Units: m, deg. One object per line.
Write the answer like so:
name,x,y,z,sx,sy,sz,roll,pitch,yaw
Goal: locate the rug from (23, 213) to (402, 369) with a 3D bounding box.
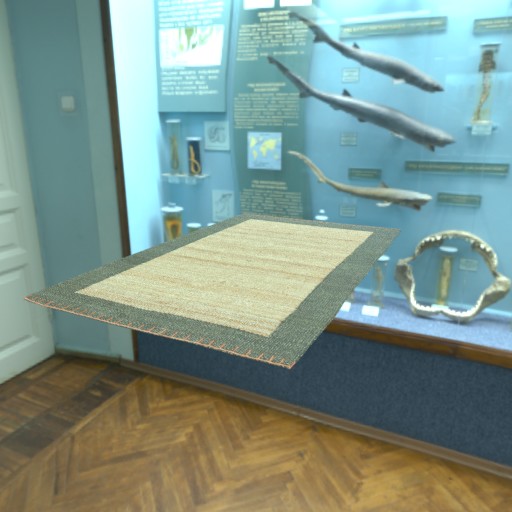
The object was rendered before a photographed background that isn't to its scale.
rug,0.000,0.000,2.966,1.521,0.006,2.435,8,19,26
